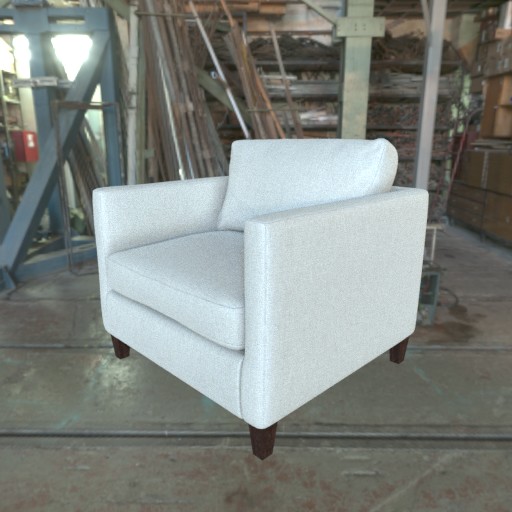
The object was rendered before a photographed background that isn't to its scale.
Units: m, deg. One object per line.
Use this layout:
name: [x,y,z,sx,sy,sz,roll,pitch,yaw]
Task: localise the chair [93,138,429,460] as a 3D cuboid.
chair: [0.000,0.000,1.789,0.959,0.919,0.996,-15,21,-43]
